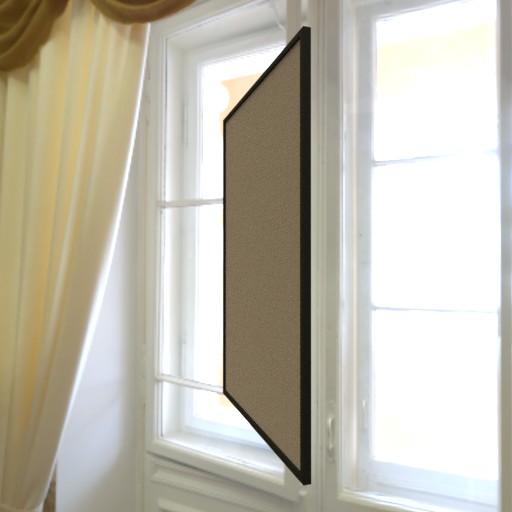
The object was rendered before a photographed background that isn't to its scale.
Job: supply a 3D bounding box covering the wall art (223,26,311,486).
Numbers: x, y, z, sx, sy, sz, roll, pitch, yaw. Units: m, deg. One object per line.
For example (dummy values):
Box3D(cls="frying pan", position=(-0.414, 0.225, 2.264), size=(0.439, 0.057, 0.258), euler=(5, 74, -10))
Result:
Box3D(cls="wall art", position=(0.000, 0.000, 0.856), size=(0.013, 0.660, 0.460), euler=(0, 0, -19))
